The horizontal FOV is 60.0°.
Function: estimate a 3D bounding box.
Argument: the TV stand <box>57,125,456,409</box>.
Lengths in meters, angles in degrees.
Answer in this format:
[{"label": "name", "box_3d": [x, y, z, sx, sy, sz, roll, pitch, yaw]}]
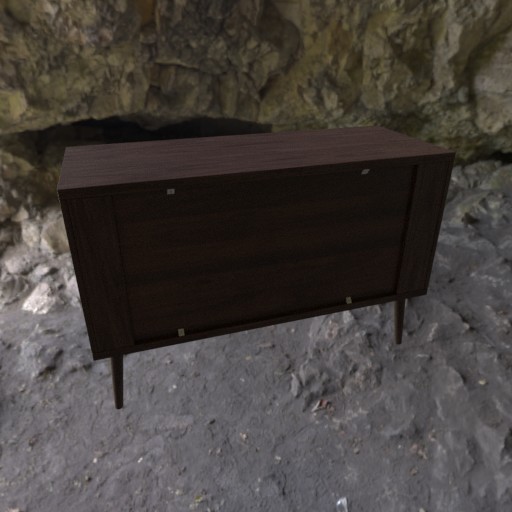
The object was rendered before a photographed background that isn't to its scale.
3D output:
[{"label": "TV stand", "box_3d": [0.000, 0.000, 1.364, 0.990, 0.660, 0.405, -9, 28, -16]}]
